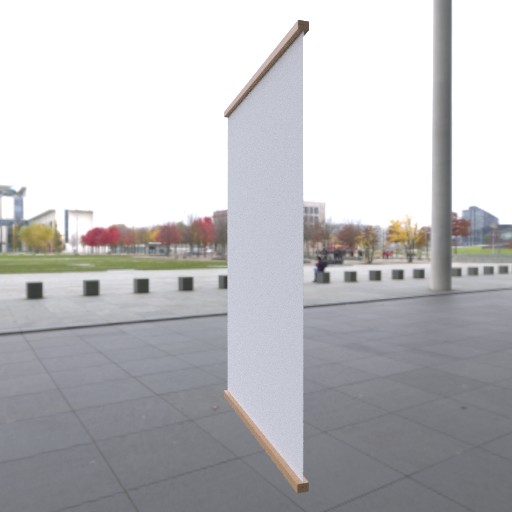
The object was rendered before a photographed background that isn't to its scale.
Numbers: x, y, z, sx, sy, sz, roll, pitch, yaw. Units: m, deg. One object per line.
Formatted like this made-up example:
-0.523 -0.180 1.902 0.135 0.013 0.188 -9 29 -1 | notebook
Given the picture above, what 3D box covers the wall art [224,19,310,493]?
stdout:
0.000 0.000 0.764 0.016 0.611 0.401 0 1 -18 | wall art
